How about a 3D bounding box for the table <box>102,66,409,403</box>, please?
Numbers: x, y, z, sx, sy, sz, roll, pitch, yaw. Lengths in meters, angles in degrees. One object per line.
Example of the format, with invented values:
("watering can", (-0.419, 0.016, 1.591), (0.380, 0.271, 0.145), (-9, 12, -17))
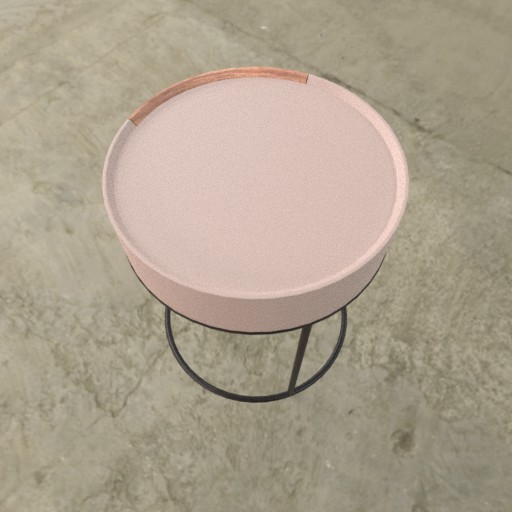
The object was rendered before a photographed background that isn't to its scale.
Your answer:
("table", (0.000, 0.000, 0.880), (0.450, 0.530, 0.450), (0, 59, 0))
